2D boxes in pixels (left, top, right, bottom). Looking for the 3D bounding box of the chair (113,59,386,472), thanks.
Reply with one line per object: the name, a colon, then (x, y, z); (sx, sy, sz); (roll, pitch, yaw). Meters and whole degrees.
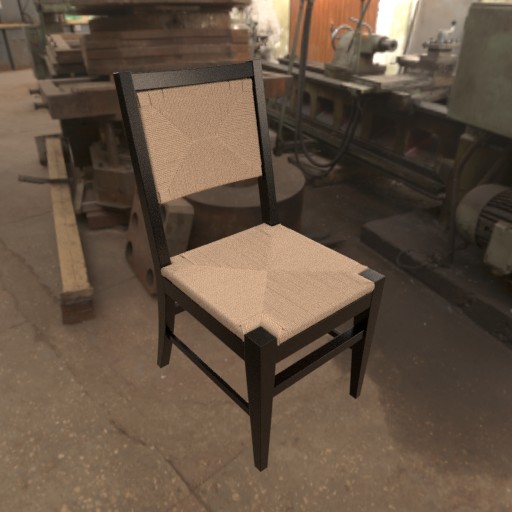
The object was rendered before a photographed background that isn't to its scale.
chair: (0.000, 0.000, 1.216); (0.437, 0.927, 0.552); (-22, 37, -34)
